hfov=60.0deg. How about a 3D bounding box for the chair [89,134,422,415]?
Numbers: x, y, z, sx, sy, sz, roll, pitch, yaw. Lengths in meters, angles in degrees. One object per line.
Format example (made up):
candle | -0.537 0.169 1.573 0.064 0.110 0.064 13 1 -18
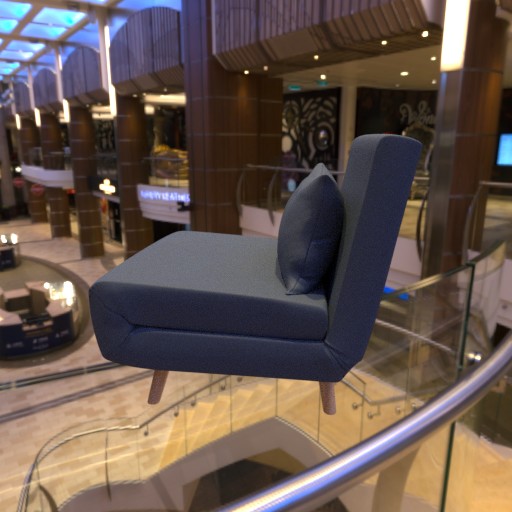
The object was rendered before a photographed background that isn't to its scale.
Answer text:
chair | 0.000 0.000 1.535 0.900 0.808 0.770 2 14 7
